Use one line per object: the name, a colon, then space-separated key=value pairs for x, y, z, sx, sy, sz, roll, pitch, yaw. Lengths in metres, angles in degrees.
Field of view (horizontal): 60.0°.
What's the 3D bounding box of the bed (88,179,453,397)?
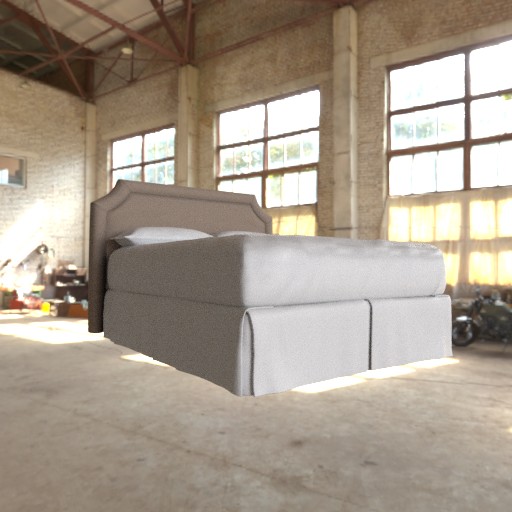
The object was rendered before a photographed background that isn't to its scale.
bed: x=0.000 y=0.000 z=3.244 sx=1.828 sy=1.303 sz=2.164 roll=1 pitch=-2 yaw=-35
